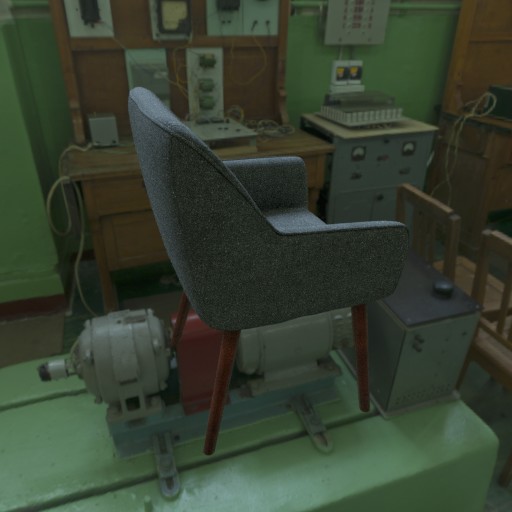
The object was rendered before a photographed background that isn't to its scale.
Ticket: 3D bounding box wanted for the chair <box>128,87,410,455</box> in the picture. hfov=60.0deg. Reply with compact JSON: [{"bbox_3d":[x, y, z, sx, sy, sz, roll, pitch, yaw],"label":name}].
[{"bbox_3d":[0.000,0.000,1.143,0.519,0.803,0.543,-10,31,-18],"label":"chair"}]
